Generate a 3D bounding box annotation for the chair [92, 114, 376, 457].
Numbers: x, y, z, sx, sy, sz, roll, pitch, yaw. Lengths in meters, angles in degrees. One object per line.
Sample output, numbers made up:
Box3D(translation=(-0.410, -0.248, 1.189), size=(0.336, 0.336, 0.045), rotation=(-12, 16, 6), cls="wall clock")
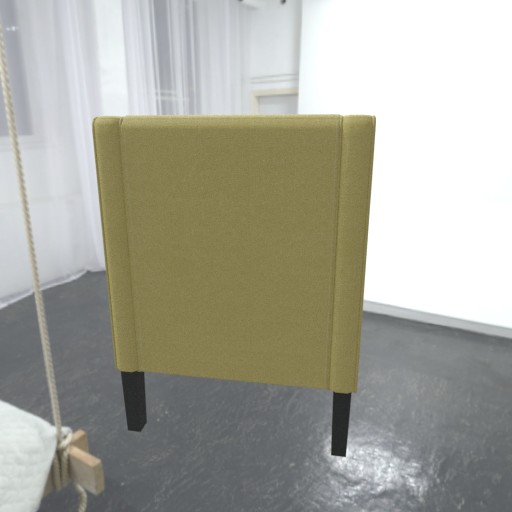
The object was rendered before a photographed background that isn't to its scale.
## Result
Box3D(translation=(0.000, 0.000, 1.511), size=(0.696, 0.896, 0.814), rotation=(3, 16, 10), cls="chair")
